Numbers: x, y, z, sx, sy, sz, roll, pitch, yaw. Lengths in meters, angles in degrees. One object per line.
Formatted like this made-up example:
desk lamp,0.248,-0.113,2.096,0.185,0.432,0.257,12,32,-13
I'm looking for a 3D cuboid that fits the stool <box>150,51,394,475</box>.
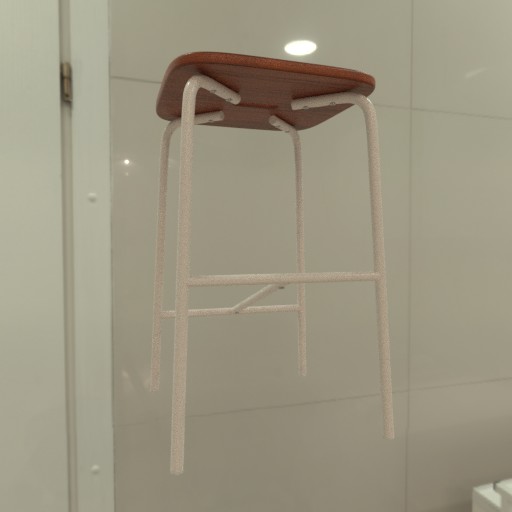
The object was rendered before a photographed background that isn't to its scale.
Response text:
stool,0.000,0.000,0.857,0.376,0.610,0.376,-1,2,-18
